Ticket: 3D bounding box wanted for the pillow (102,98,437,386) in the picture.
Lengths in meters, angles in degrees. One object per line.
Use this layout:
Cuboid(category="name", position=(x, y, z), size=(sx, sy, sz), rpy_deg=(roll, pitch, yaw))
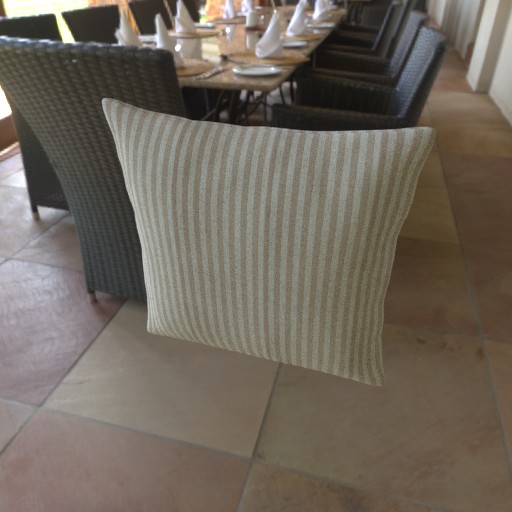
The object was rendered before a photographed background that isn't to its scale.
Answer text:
Cuboid(category="pillow", position=(0.000, 0.000, 0.792), size=(0.523, 0.510, 0.166), rpy_deg=(10, 34, 15))
